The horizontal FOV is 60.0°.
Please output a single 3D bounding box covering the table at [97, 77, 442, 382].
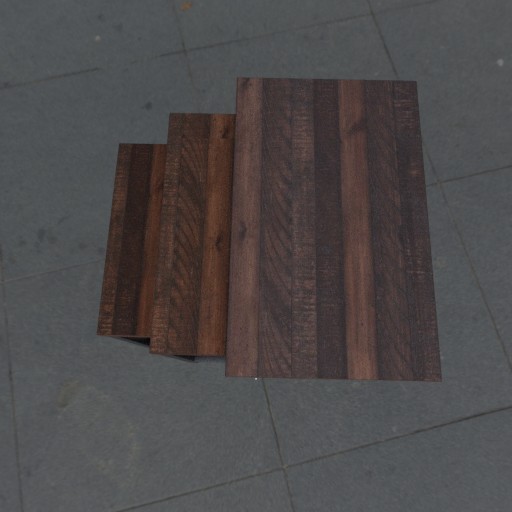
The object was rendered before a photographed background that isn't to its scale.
[{"bbox_3d":[0.000,0.000,1.146,0.660,0.616,0.608,1,75,0],"label":"table"}]
